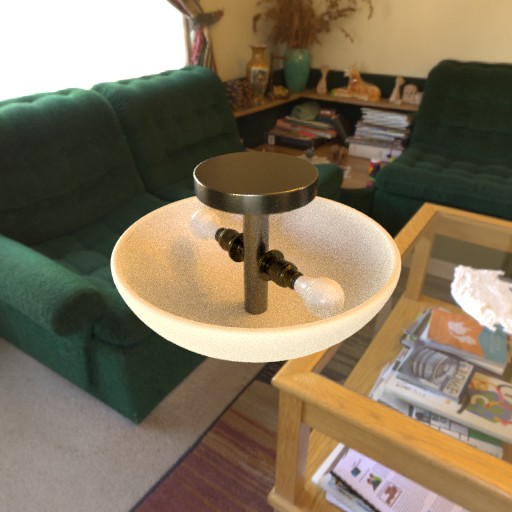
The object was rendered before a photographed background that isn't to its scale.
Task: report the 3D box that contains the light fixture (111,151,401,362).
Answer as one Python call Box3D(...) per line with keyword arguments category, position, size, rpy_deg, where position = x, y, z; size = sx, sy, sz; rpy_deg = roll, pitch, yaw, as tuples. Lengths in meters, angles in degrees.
Box3D(category="light fixture", position=(0.000, 0.000, 0.531), size=(0.330, 0.214, 0.330), rpy_deg=(0, 30, 0))
